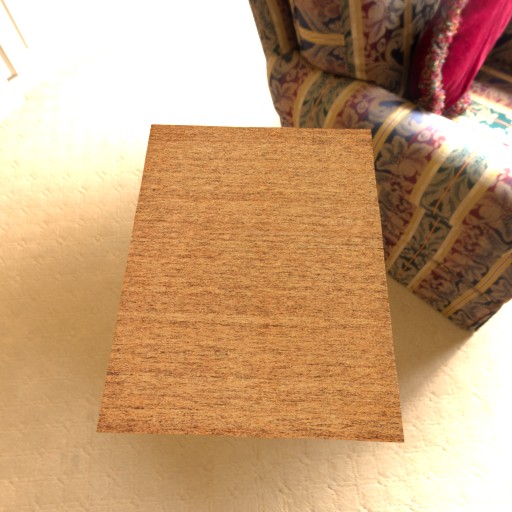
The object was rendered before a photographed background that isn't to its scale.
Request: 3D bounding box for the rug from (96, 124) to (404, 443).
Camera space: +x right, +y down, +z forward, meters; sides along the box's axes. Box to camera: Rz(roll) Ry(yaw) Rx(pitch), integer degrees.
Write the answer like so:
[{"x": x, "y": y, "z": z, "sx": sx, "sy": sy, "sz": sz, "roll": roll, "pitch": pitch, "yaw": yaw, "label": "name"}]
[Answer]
[{"x": 0.000, "y": 0.000, "z": 4.211, "sx": 2.438, "sy": 0.012, "sz": 3.200, "roll": 2, "pitch": 64, "yaw": 1, "label": "rug"}]
